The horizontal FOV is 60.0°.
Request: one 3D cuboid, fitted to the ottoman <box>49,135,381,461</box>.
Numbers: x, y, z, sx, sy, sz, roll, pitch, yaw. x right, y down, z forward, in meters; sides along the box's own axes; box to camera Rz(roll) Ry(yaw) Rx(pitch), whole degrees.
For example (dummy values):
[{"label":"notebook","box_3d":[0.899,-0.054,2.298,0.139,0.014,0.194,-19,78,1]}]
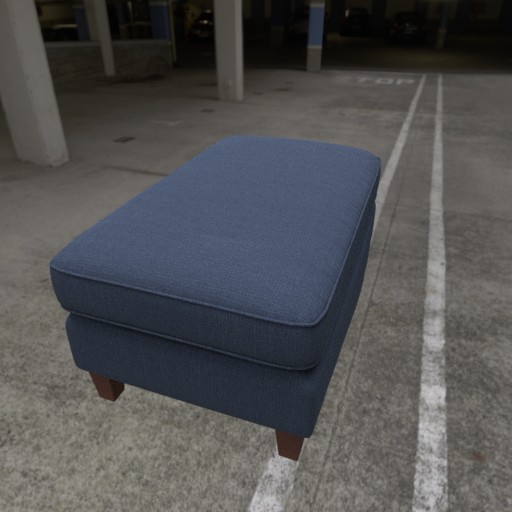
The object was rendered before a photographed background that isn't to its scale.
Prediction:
[{"label":"ottoman","box_3d":[0.000,0.000,1.192,0.570,0.438,0.885,11,33,17]}]
